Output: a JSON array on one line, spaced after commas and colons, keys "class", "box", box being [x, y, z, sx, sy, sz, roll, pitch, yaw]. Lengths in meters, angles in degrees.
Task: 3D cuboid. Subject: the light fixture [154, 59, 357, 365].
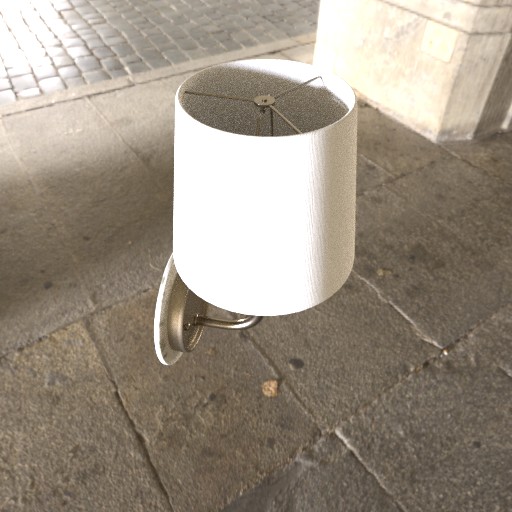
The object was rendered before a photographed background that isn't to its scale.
[{"class": "light fixture", "box": [0.000, 0.000, 0.440, 0.188, 0.337, 0.168, 8, 46, 8]}]
